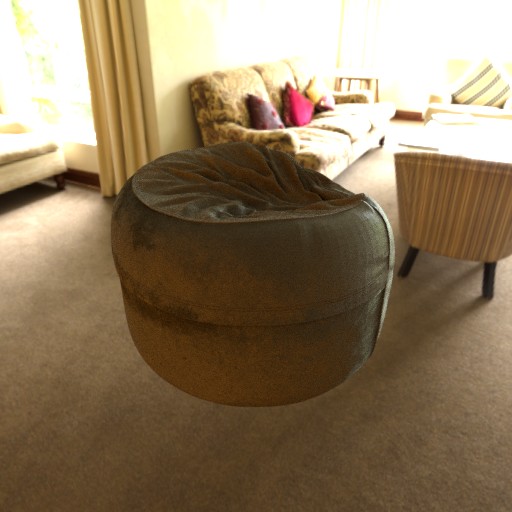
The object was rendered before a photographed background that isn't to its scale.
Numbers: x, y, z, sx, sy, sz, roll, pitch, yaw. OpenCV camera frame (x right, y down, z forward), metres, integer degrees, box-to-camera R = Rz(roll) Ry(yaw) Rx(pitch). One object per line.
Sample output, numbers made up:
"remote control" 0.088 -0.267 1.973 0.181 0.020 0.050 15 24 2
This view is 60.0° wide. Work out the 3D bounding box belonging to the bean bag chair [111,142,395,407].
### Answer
"bean bag chair" 0.000 0.000 1.506 0.918 0.605 0.918 0 29 0
